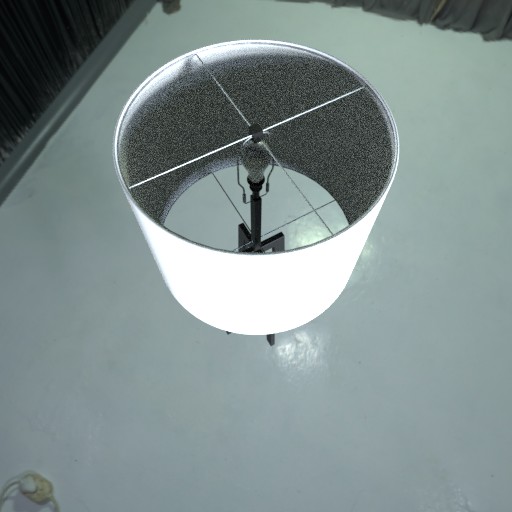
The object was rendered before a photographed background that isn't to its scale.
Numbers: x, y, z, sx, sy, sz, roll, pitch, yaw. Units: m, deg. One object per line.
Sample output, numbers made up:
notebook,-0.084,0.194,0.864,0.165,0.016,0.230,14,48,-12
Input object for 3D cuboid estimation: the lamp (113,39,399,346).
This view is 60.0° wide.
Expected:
lamp,0.000,0.000,0.615,0.257,0.489,0.257,14,63,7
